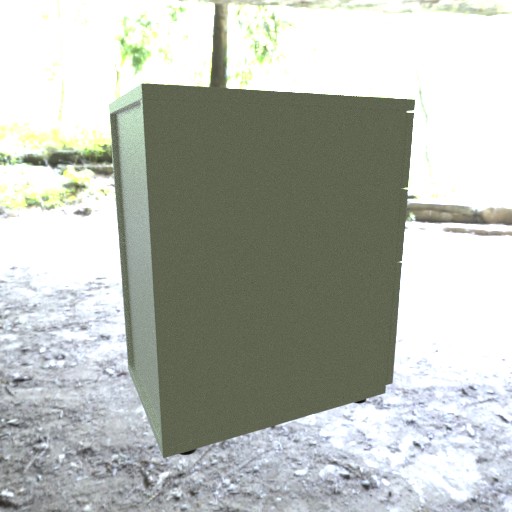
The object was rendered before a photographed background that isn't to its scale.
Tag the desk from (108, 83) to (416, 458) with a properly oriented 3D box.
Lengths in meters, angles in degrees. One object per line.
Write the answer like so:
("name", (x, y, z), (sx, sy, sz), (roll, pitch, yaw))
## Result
("desk", (0.000, 0.000, 1.106), (0.600, 0.730, 0.404), (-6, 15, -24))
